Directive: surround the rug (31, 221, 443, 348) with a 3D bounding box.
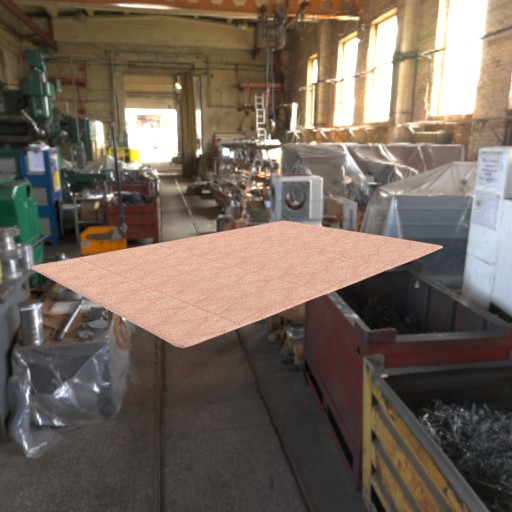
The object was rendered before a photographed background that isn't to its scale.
[{"bbox_3d":[0.000,0.000,3.032,1.609,0.015,2.390,14,20,43],"label":"rug"}]
